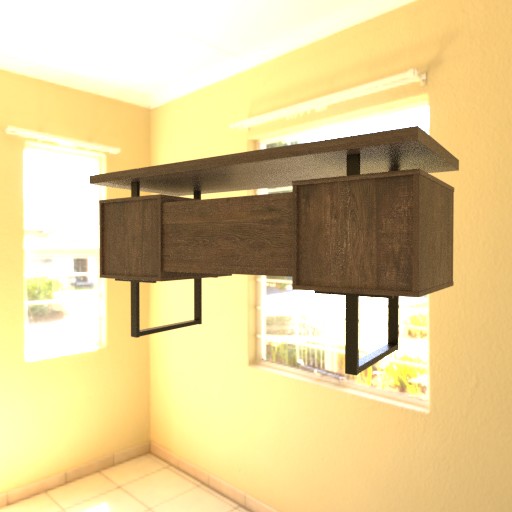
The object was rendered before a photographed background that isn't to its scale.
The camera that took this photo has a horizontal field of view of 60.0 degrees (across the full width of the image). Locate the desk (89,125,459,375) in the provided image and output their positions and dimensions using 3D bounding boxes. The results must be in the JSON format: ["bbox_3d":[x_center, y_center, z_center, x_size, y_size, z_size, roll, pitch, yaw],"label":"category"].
[{"bbox_3d":[0.000,0.000,1.935,1.524,0.760,0.600,1,1,35],"label":"desk"}]
